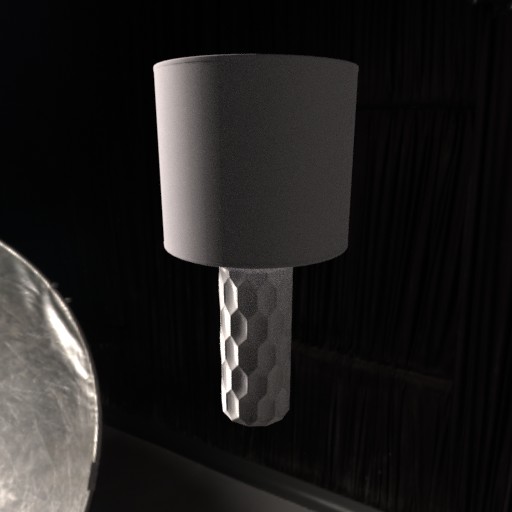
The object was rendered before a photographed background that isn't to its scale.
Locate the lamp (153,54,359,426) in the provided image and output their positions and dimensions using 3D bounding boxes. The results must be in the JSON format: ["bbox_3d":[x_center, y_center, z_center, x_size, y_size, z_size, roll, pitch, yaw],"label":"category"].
[{"bbox_3d":[0.000,0.000,0.687,0.277,0.537,0.277,8,18,26],"label":"lamp"}]
